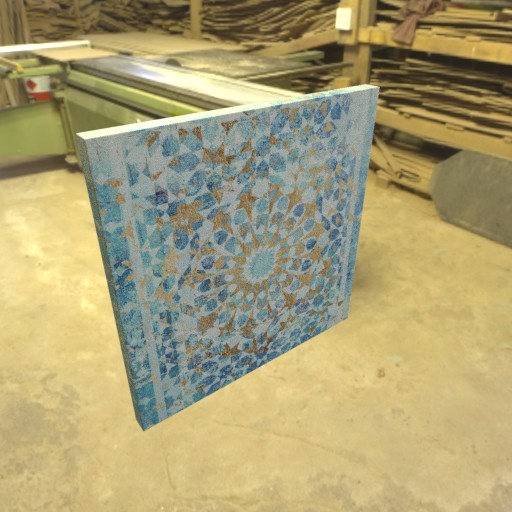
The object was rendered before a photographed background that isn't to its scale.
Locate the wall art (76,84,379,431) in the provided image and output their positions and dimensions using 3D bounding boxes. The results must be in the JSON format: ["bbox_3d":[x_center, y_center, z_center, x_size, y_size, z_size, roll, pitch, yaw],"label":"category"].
[{"bbox_3d":[0.000,0.000,0.926,0.609,0.609,0.040,-21,37,-31],"label":"wall art"}]
